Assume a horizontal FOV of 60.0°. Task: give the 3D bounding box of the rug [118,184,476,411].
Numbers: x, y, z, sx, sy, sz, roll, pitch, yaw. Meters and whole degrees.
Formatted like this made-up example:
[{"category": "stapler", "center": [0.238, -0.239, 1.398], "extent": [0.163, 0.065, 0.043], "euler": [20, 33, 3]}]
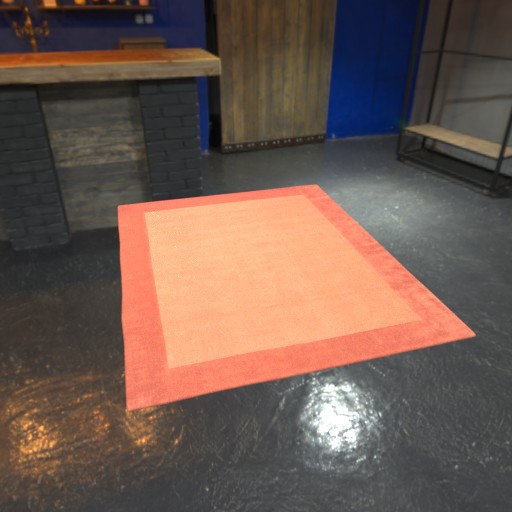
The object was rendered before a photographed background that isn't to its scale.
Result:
[{"category": "rug", "center": [0.000, 0.000, 4.091], "extent": [2.430, 0.018, 2.976], "euler": [-8, 32, -14]}]
